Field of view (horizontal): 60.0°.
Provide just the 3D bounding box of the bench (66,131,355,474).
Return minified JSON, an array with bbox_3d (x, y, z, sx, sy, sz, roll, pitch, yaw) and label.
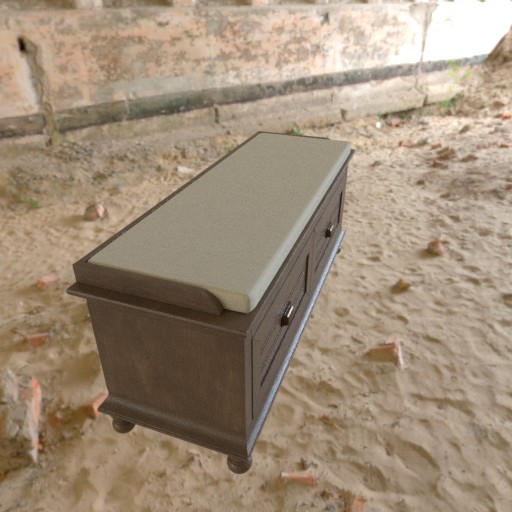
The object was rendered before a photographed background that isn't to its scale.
[{"bbox_3d":[0.000,0.000,1.438,0.402,0.501,1.185,11,32,17],"label":"bench"}]
